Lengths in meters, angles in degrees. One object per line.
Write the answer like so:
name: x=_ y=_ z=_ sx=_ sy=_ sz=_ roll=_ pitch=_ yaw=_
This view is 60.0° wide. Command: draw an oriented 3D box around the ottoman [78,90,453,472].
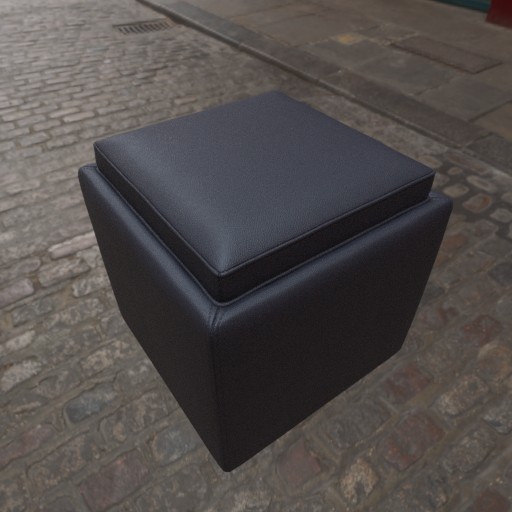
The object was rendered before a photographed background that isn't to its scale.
ottoman: x=0.000 y=0.000 z=0.811 sx=0.450 sy=0.460 sz=0.451 roll=-26 pitch=47 yaw=-26
